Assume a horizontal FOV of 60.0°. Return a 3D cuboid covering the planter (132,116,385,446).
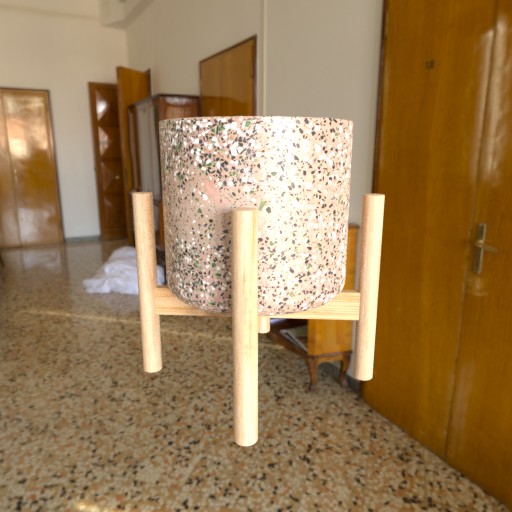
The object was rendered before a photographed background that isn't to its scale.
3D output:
[{"bbox_3d":[0.000,0.000,0.556,0.284,0.320,0.284,7,15,26],"label":"planter"}]
